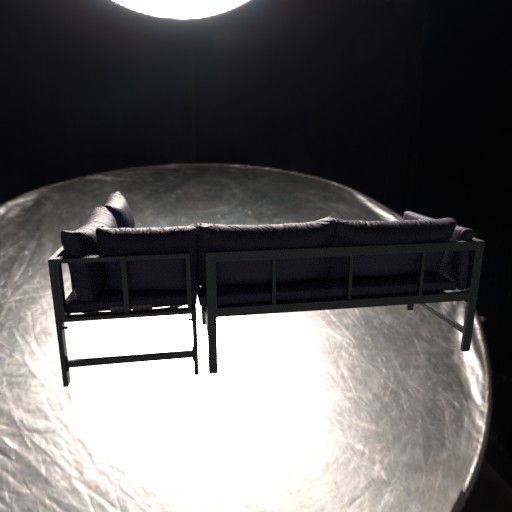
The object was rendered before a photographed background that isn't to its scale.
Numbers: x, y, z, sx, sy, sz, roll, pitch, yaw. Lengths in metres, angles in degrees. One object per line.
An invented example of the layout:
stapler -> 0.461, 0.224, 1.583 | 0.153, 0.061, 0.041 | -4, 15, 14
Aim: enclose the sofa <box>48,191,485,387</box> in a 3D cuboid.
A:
sofa -> 0.000, 0.000, 2.979 | 2.149, 0.762, 1.658 | -3, 15, -10
